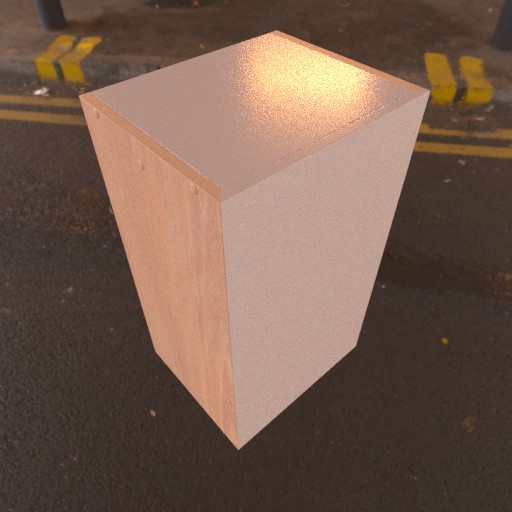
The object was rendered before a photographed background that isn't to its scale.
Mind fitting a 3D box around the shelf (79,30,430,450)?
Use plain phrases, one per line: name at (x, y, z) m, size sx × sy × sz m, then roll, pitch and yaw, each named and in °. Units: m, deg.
shelf at (0.000, 0.000, 0.784) m, size 0.350 × 0.600 × 0.290 m, roll -32°, pitch 54°, yaw -28°
